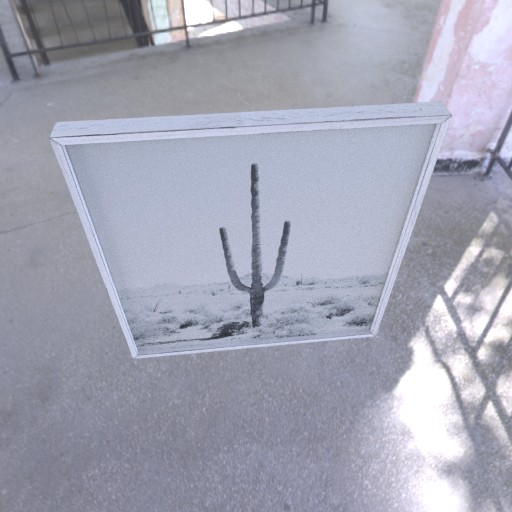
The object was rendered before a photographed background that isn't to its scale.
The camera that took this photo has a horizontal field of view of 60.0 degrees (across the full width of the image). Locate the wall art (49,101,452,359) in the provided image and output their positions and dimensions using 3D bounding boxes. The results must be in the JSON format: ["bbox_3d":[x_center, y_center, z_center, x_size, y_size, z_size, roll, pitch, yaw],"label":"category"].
[{"bbox_3d":[0.000,0.000,0.751,0.508,0.508,0.038,-4,46,-4],"label":"wall art"}]
